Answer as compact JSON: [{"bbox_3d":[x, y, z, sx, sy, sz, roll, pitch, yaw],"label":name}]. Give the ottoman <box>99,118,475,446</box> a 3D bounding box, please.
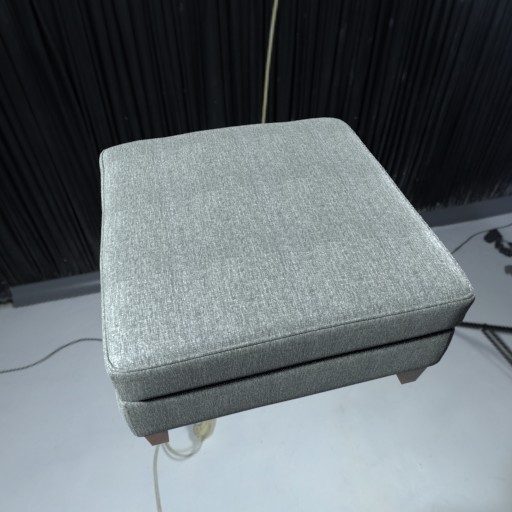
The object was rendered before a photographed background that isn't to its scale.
[{"bbox_3d":[0.000,0.000,1.318,0.838,0.481,0.838,-10,47,-10],"label":"ottoman"}]
